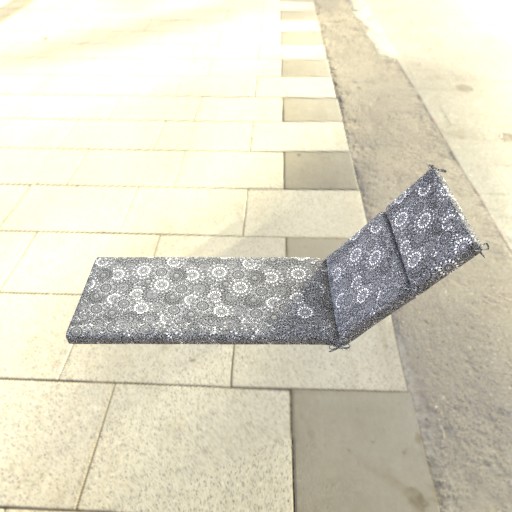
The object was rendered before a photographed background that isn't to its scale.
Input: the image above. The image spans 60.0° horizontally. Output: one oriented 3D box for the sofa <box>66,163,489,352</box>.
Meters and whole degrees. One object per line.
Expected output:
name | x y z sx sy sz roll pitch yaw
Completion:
sofa | 0.000 0.000 1.937 1.663 0.622 0.582 0 43 0
